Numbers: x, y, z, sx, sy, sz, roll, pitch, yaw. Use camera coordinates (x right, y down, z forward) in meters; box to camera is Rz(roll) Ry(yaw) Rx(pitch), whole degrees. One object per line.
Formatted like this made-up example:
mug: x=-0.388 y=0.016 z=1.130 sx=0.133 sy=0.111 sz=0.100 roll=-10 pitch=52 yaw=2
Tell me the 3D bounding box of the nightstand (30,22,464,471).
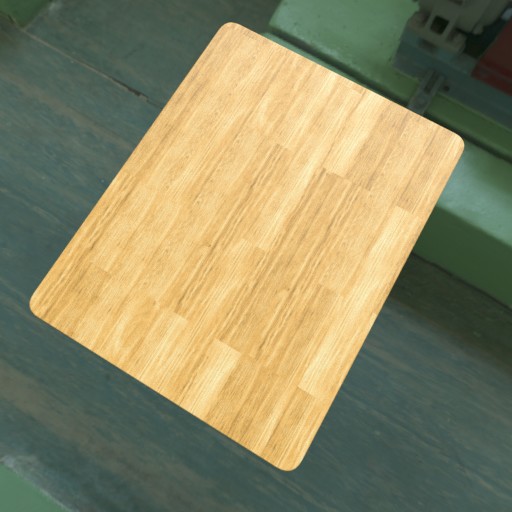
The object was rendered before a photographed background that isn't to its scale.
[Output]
nightstand: x=0.000 y=0.000 z=0.889 sx=0.440 sy=0.470 sz=0.560 roll=30 pitch=79 yaw=7
